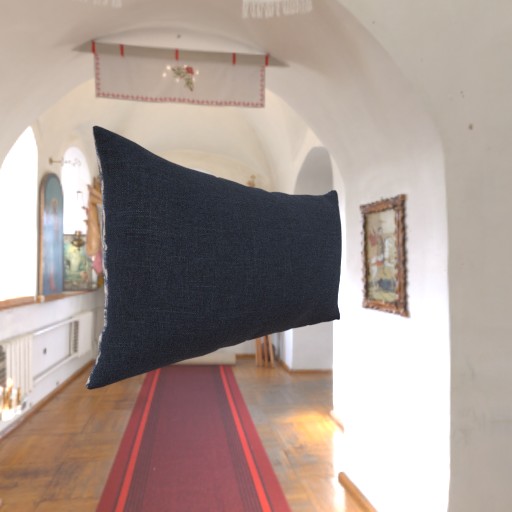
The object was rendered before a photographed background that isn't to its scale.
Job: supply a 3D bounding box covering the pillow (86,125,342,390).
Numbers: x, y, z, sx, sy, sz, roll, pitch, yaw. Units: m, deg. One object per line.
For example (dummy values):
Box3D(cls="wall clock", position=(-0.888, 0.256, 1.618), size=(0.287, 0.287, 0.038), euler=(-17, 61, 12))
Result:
Box3D(cls="pillow", position=(0.000, 0.000, 0.739), size=(0.148, 0.292, 0.631), euler=(0, 0, 36))
